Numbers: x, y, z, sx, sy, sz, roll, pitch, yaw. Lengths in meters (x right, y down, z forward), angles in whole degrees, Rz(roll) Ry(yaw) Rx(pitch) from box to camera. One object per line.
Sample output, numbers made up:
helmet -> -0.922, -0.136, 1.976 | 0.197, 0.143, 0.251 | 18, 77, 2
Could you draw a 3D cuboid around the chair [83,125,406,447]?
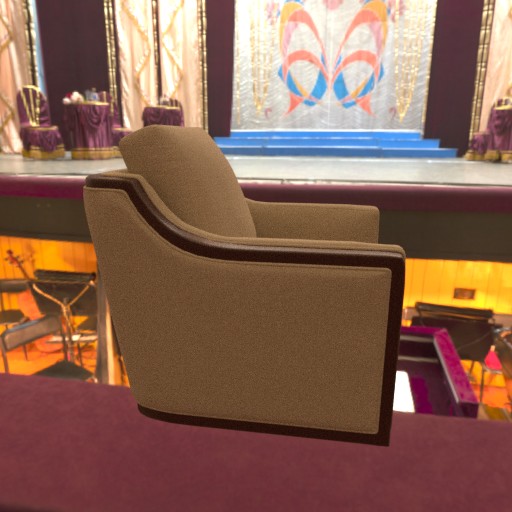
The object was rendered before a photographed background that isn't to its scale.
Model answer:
chair -> 0.000, 0.000, 1.650 | 0.950, 0.930, 0.870 | 2, 16, 9
